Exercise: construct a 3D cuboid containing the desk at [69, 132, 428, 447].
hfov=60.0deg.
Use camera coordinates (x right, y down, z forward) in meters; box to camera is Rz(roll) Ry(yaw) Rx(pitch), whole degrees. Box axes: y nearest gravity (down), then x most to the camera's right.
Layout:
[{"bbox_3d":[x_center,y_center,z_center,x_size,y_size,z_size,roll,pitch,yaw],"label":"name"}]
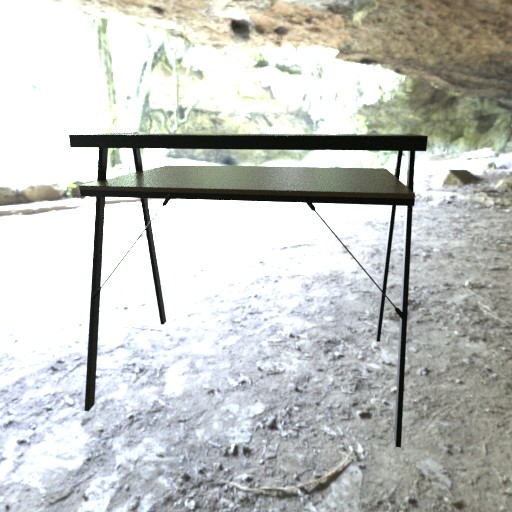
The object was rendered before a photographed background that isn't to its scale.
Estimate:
[{"bbox_3d":[0.000,0.000,1.868,1.143,0.998,0.936,3,17,10],"label":"desk"}]
